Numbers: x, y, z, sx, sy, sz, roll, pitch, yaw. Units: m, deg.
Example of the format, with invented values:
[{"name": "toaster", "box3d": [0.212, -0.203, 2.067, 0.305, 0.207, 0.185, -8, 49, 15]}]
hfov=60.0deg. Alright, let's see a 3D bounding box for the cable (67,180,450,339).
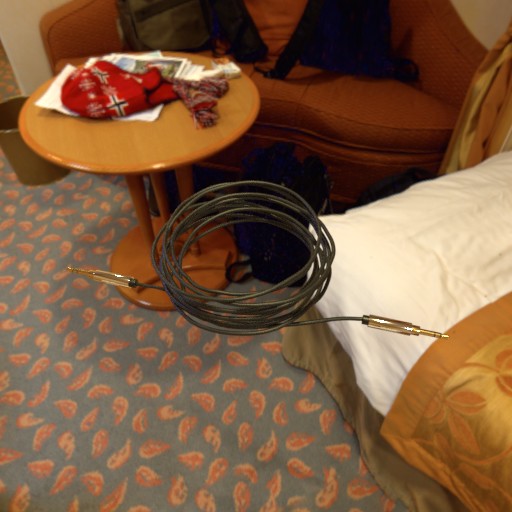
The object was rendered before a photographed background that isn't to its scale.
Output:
[{"name": "cable", "box3d": [0.000, 0.000, 0.500, 0.432, 0.069, 0.198, 11, 48, 10]}]
